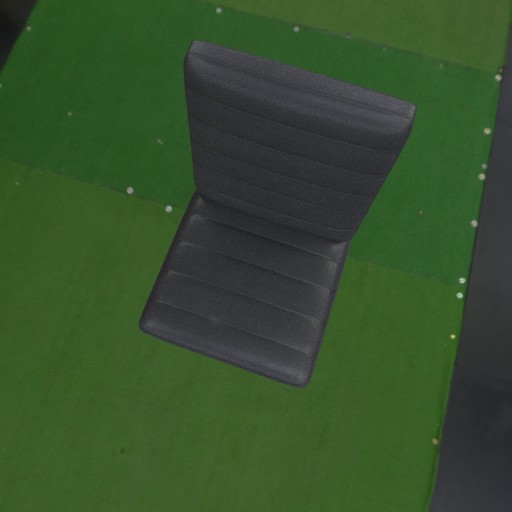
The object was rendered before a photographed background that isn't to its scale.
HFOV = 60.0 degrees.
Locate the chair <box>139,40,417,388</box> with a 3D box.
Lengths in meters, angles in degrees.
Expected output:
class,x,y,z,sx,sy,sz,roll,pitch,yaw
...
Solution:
class,x,y,z,sx,sy,sz,roll,pitch,yaw
chair,0.000,0.000,1.301,0.520,0.930,0.634,18,76,5
